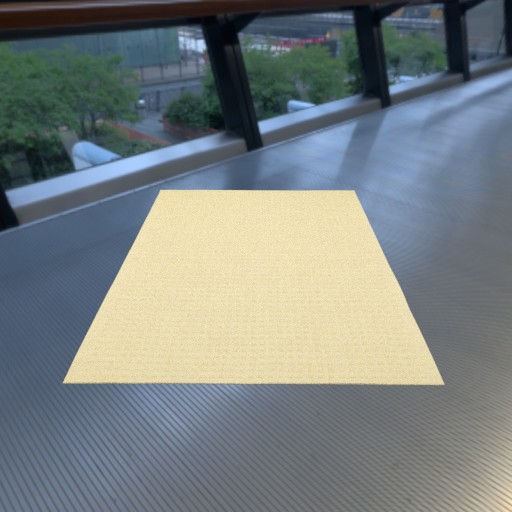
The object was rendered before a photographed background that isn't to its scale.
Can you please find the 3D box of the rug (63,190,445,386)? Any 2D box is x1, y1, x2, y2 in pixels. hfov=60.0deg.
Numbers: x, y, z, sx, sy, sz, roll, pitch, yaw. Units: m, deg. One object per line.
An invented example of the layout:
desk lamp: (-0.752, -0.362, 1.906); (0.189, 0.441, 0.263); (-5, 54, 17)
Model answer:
rug: (0.000, 0.000, 4.197); (2.452, 0.016, 3.204); (0, 31, 1)
